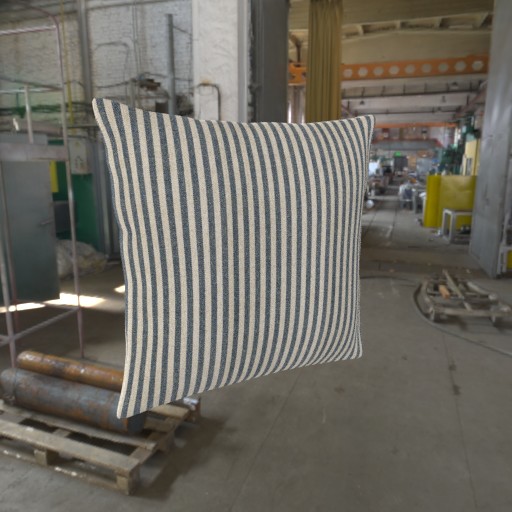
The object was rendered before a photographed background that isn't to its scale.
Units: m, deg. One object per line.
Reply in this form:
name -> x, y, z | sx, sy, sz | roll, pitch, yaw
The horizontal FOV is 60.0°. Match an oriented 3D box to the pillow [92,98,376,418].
pillow -> 0.000, 0.000, 0.800 | 0.523, 0.510, 0.166 | -6, 13, -26
